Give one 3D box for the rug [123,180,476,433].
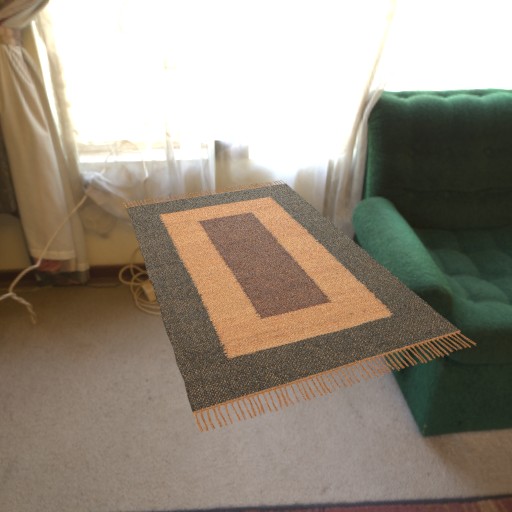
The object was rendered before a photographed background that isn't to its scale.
[{"bbox_3d":[0.000,0.000,1.881,0.920,0.013,1.541,-11,33,-18],"label":"rug"}]
